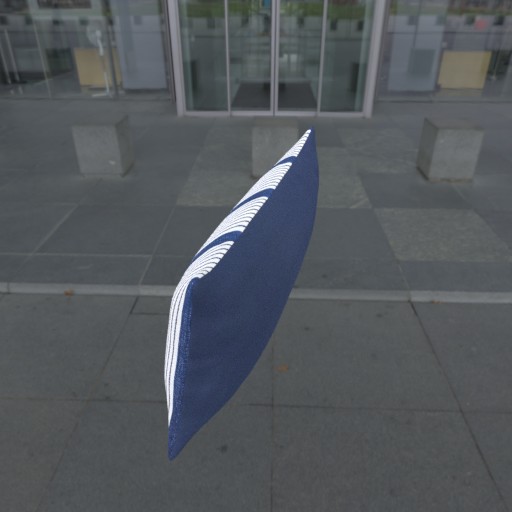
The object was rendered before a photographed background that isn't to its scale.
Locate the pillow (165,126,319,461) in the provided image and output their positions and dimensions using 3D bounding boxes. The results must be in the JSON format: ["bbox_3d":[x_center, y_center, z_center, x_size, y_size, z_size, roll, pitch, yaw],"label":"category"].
[{"bbox_3d":[0.000,0.000,0.748,0.156,0.292,0.608,9,32,15],"label":"pillow"}]
